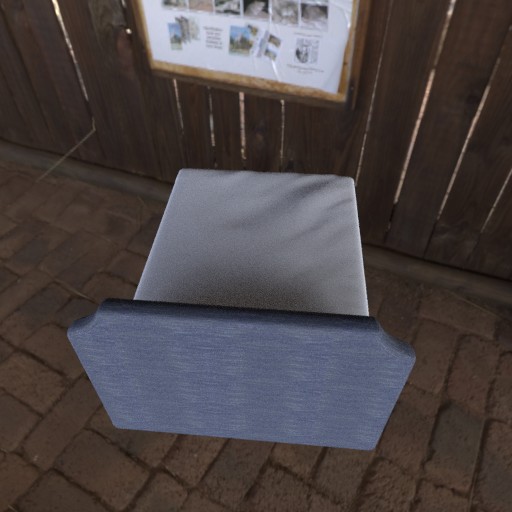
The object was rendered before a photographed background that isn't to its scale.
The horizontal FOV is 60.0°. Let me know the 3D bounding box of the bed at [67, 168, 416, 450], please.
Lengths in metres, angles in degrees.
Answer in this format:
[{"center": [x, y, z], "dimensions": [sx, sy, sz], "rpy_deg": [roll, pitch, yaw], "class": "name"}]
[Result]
[{"center": [0.000, 0.000, 3.146], "dimensions": [1.693, 1.290, 2.116], "rpy_deg": [4, 46, 3], "class": "bed"}]
